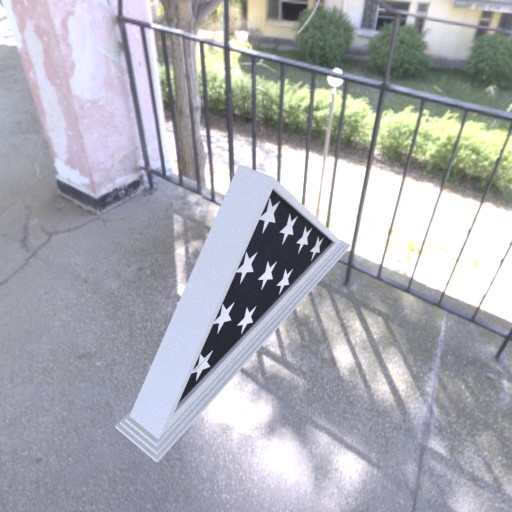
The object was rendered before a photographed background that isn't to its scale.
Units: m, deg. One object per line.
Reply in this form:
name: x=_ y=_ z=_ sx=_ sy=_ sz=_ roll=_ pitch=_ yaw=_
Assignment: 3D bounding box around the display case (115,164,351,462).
display case: x=0.000 y=0.000 z=0.781 sx=0.095 sy=0.340 sz=0.640 roll=26 pitch=47 yaw=27
